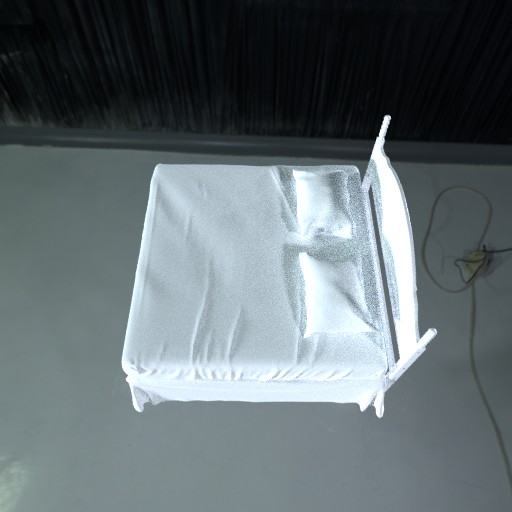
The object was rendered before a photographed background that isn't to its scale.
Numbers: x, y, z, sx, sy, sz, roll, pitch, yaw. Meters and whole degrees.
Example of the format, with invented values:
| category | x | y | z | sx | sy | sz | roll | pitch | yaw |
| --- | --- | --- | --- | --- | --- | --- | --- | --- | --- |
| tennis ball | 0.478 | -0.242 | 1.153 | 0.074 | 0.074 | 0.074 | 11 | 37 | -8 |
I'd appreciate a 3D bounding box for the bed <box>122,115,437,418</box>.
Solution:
| category | x | y | z | sx | sy | sz | roll | pitch | yaw |
| --- | --- | --- | --- | --- | --- | --- | --- | --- | --- |
| bed | 0.000 | 0.000 | 3.710 | 2.219 | 1.355 | 2.322 | 0 | 59 | 0 |
